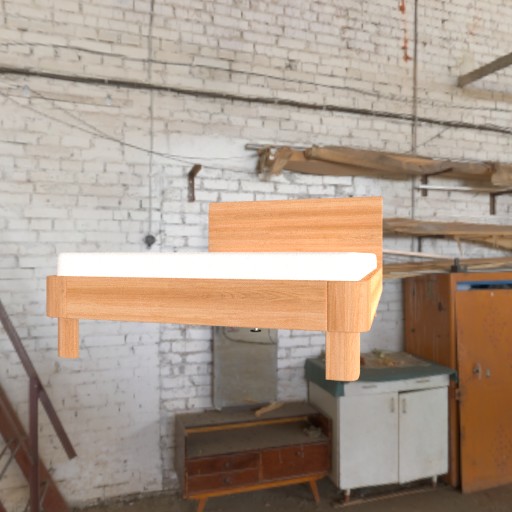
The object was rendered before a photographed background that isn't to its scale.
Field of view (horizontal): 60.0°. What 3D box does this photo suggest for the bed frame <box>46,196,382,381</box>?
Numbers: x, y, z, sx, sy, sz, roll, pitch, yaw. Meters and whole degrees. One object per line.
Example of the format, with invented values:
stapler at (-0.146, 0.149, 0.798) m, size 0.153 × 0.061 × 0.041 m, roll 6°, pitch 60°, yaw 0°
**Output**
bed frame at (0.000, 0.000, 2.770) m, size 1.472 × 0.940 × 1.992 m, roll 0°, pitch 0°, yaw 17°
